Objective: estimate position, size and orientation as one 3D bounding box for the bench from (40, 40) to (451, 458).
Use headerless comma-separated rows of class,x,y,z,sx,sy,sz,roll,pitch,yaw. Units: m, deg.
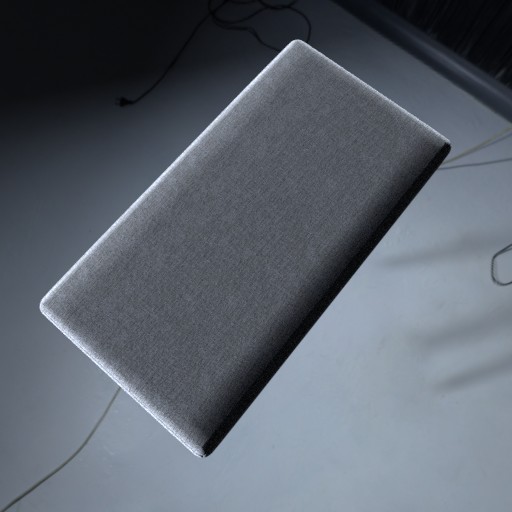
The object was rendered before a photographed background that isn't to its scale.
bench,0.000,0.000,0.960,0.366,0.467,0.681,39,78,10
